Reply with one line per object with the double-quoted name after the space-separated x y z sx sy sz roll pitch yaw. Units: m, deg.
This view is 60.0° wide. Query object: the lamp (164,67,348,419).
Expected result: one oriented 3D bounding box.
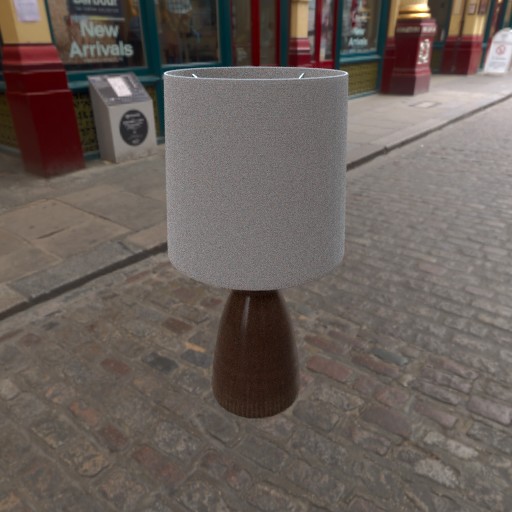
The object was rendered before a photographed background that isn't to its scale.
0.000 0.000 0.481 0.186 0.369 0.186 0 26 0 "lamp"
